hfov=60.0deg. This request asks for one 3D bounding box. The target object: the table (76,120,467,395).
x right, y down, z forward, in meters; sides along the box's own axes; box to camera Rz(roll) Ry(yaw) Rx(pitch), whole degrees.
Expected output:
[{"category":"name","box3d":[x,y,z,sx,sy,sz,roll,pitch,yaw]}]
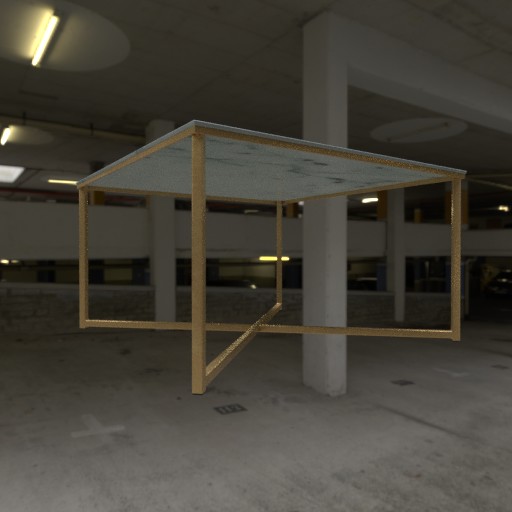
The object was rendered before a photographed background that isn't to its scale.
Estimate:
[{"category":"table","box3d":[0.000,0.000,1.272,0.800,0.450,0.800,0,1,-35]}]
